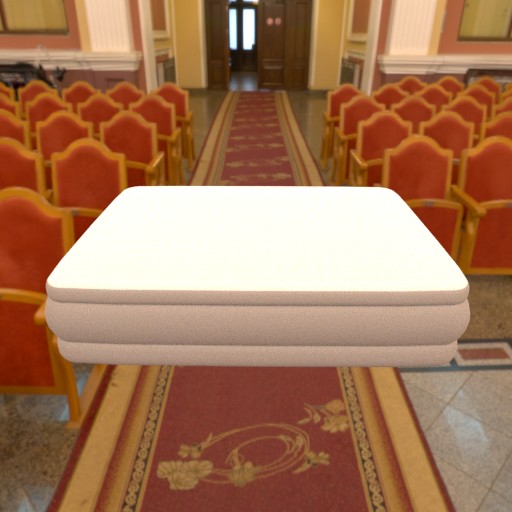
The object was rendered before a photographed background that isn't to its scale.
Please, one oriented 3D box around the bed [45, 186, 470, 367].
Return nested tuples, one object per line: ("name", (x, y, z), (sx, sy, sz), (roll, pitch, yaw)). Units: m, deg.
("bed", (0.000, 0.000, 2.663), (2.036, 0.460, 1.520), (0, 27, 1))
